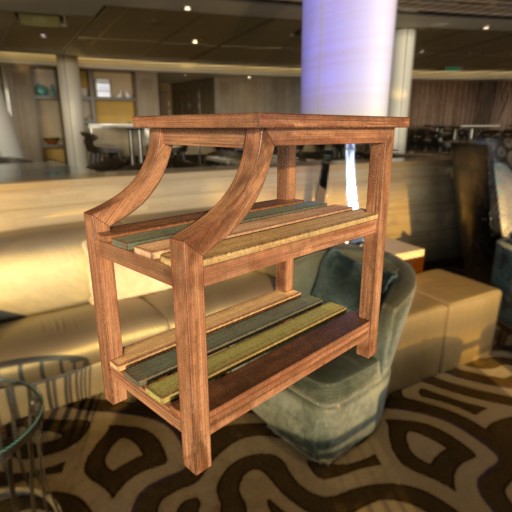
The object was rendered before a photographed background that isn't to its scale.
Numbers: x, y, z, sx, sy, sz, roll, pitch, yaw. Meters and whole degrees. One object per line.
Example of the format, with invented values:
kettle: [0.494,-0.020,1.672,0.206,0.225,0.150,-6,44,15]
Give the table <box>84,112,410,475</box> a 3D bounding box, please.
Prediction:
table: [0.000,0.000,0.971,0.356,0.584,0.609,15,22,42]
